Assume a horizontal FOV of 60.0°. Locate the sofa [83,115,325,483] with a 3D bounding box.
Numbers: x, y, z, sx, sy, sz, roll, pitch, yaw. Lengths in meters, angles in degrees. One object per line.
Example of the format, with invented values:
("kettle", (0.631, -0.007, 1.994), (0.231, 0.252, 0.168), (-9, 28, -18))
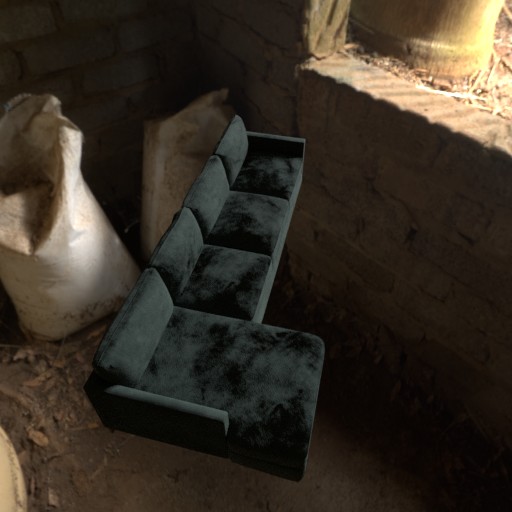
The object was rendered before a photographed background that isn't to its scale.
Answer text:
("sofa", (0.000, 0.000, 4.032), (1.500, 0.967, 3.400), (10, 47, 10))
